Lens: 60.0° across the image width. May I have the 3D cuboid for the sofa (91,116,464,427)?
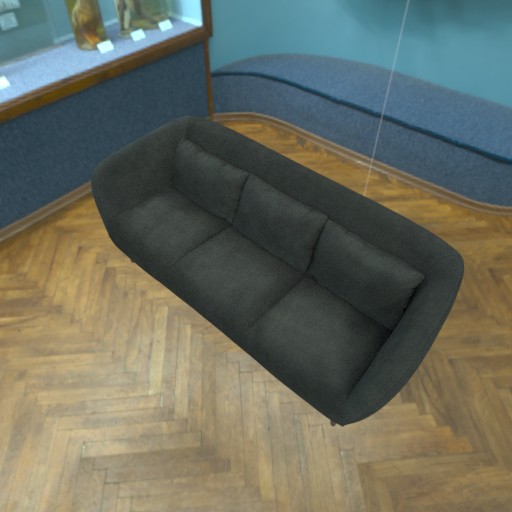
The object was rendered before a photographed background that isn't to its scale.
[{"bbox_3d":[0.000,0.000,2.775,2.296,0.875,0.956,34,55,27],"label":"sofa"}]
